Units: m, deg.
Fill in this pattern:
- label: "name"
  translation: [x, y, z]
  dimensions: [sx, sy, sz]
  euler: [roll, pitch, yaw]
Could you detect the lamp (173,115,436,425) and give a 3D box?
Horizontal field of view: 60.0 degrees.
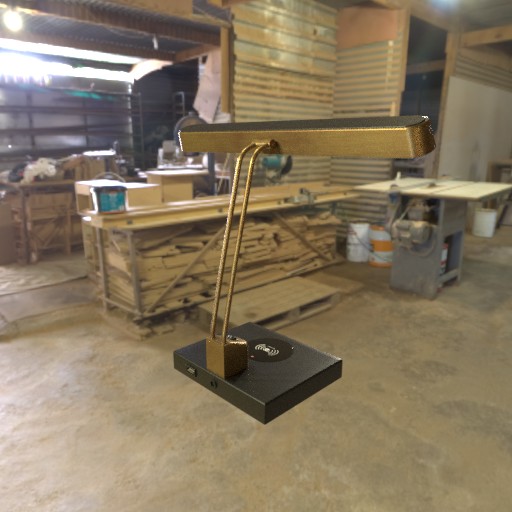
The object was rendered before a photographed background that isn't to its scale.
- label: "lamp"
  translation: [0.000, 0.000, 0.586]
  dimensions: [0.156, 0.345, 0.412]
  euler: [-14, 20, -43]
